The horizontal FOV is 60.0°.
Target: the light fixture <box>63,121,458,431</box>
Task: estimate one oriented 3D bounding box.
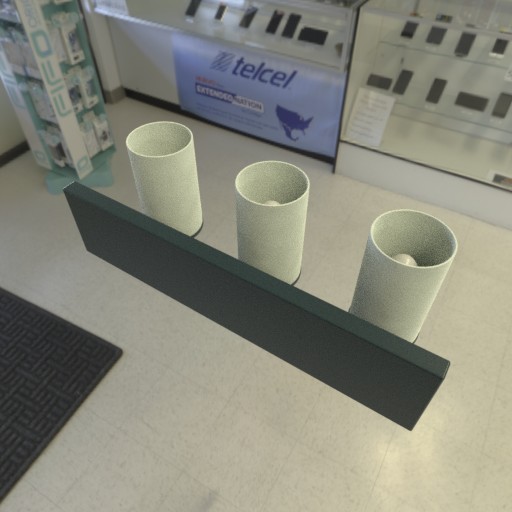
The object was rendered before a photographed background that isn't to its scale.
[{"bbox_3d":[0.000,0.000,0.515,0.451,0.172,0.145,25,51,22],"label":"light fixture"}]
